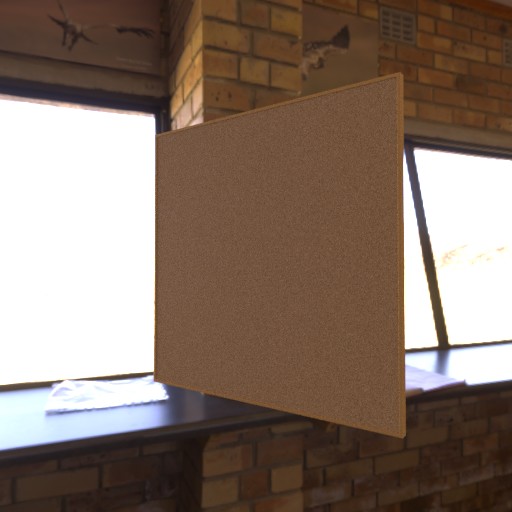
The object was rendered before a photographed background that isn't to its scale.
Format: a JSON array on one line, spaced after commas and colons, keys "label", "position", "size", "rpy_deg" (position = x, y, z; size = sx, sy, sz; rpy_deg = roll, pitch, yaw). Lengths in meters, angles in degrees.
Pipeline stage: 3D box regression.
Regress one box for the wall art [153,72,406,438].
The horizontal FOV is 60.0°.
[{"label": "wall art", "position": [0.000, 0.000, 0.690], "size": [0.457, 0.455, 0.013], "rpy_deg": [-1, -2, 36]}]
